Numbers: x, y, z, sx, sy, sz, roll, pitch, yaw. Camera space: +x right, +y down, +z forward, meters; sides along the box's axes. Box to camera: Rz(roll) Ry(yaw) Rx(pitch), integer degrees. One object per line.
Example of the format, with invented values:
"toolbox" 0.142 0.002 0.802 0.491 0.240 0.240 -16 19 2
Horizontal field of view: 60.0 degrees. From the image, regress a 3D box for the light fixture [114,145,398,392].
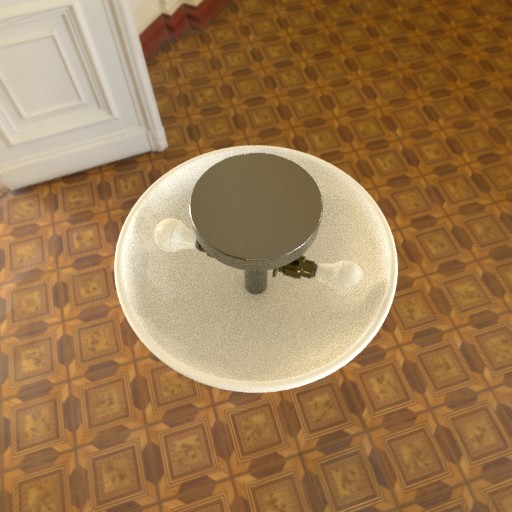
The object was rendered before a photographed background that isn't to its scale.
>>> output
"light fixture" 0.000 0.000 0.536 0.330 0.214 0.330 0 60 0
